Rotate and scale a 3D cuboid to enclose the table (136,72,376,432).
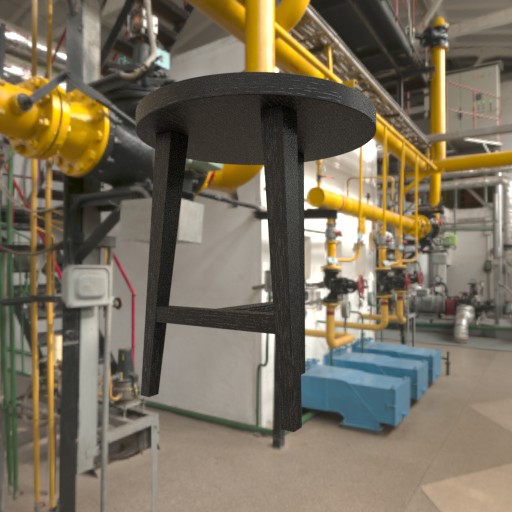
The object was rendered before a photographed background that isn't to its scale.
[{"bbox_3d":[0.000,0.000,0.757,0.399,0.460,0.399,0,-1,0],"label":"table"}]
